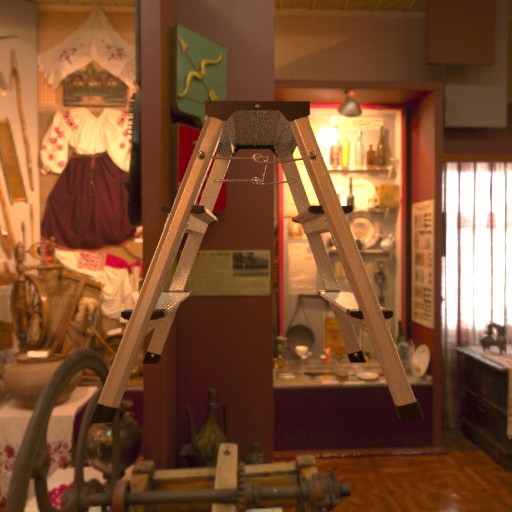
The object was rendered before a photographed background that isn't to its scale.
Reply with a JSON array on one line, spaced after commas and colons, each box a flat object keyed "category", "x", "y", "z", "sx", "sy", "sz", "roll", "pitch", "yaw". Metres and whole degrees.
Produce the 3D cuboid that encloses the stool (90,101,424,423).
[{"category": "stool", "x": 0.000, "y": 0.000, "z": 1.030, "sx": 0.622, "sy": 0.605, "sz": 0.437, "roll": 0, "pitch": 1, "yaw": -1}]
